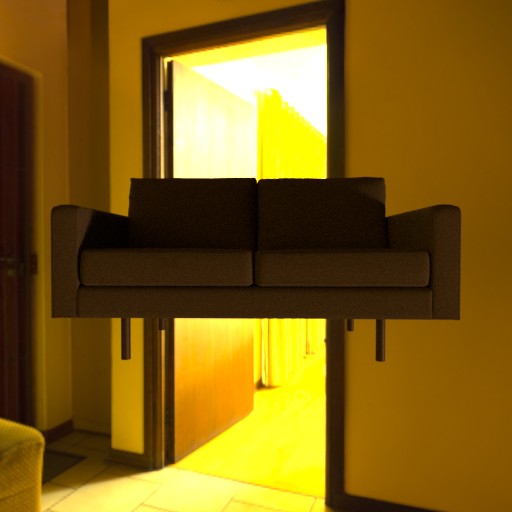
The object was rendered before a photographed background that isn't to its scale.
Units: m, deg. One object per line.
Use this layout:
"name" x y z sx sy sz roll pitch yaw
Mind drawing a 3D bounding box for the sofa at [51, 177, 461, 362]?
"sofa" 0.000 0.000 2.285 1.730 0.897 0.889 0 1 1
